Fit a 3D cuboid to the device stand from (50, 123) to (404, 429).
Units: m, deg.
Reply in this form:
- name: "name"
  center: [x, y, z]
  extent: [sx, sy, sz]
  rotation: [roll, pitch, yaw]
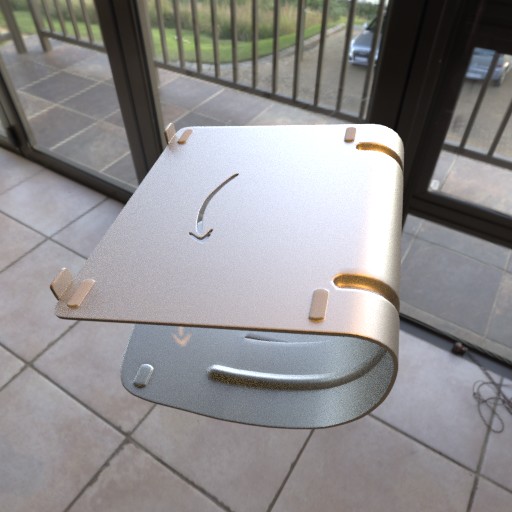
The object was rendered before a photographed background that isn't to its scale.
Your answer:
- name: "device stand"
  center: [0.000, 0.000, 0.399]
  extent: [0.236, 0.155, 0.256]
  rotation: [10, 47, 10]
